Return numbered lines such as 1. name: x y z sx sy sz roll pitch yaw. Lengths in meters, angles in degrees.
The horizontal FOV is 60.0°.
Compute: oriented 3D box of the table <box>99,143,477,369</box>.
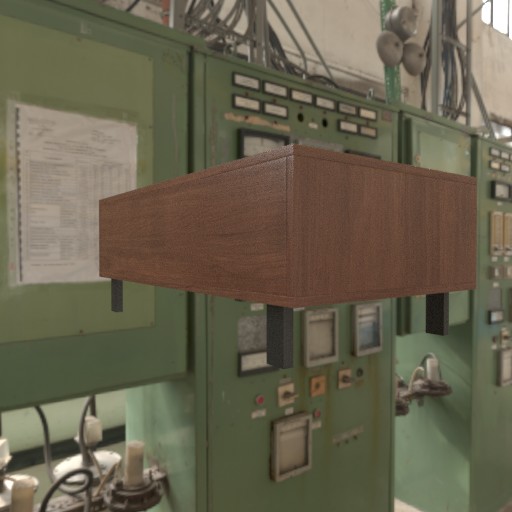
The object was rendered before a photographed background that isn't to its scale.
1. table: 0.000 0.000 1.303 0.600 0.380 1.020 -1 1 -36
